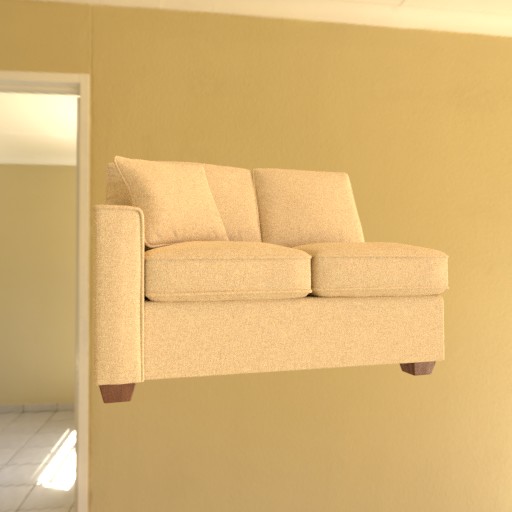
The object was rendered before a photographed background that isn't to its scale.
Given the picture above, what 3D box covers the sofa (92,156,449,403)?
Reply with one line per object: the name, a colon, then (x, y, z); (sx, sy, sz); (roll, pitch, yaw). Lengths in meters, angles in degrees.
sofa: (0.000, 0.000, 2.060); (1.388, 0.989, 0.991); (0, -1, -17)
